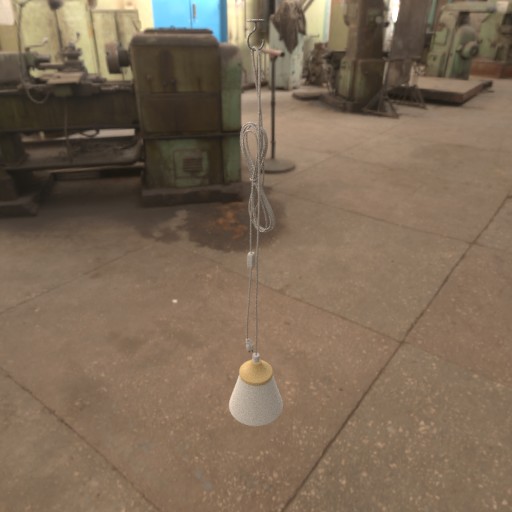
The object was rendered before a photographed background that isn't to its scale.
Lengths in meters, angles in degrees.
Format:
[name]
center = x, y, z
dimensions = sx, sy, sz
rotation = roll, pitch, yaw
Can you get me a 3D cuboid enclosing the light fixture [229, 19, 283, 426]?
[light fixture]
center = 0.000, 0.000, 1.027
dimensions = 0.153, 0.966, 0.153
rotation = 22, 36, 34
